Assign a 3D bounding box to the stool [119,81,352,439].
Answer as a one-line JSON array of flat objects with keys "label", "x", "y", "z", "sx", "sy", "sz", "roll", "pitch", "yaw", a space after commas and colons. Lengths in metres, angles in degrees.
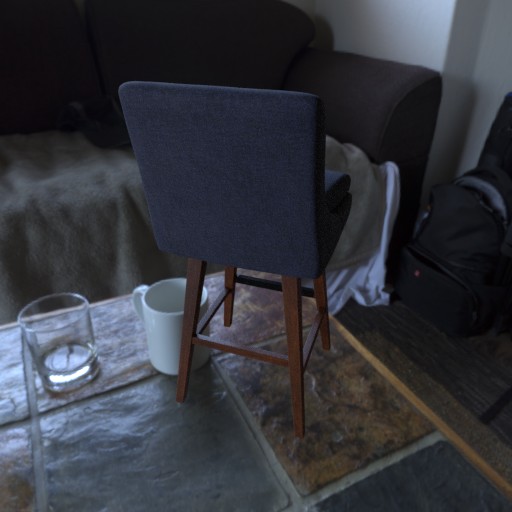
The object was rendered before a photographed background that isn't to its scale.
[{"label": "stool", "x": 0.000, "y": 0.000, "z": 1.355, "sx": 0.489, "sy": 1.068, "sz": 0.572, "roll": 10, "pitch": 32, "yaw": 16}]
